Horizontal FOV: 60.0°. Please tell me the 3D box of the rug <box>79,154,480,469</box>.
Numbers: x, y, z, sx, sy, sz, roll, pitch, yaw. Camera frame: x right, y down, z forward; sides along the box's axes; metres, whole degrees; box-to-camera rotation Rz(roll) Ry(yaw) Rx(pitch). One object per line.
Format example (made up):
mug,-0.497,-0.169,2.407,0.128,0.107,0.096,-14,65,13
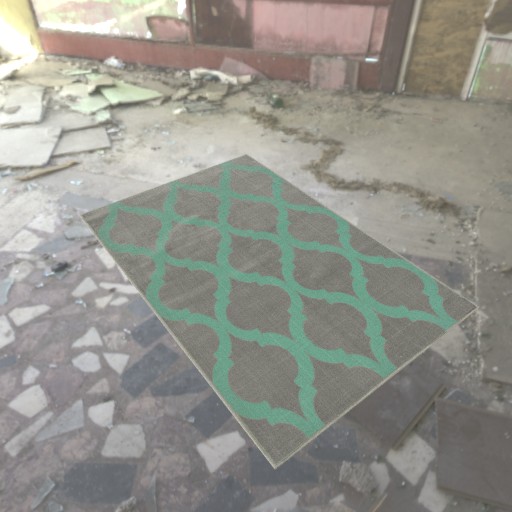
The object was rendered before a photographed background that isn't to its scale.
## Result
rug,0.000,0.000,2.910,1.524,0.006,2.286,-27,48,-27
